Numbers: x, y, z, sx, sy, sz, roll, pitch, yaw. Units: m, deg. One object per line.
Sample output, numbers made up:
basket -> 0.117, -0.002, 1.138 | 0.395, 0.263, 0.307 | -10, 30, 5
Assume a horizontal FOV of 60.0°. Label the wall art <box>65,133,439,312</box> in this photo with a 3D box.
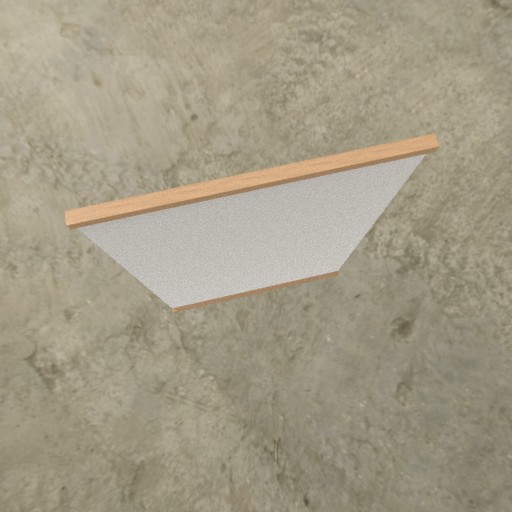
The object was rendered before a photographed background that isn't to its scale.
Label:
wall art -> 0.000, 0.000, 0.761 | 0.401, 0.611, 0.016 | -13, 75, -3
